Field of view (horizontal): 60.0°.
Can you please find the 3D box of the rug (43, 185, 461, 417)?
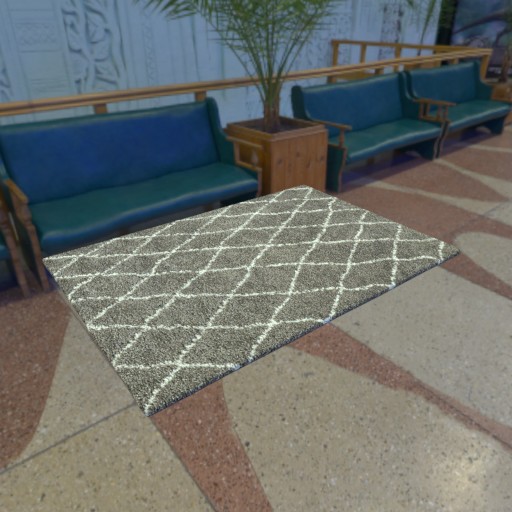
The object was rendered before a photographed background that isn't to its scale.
[{"bbox_3d":[0.000,0.000,2.271,1.778,0.030,1.219,-20,35,-32],"label":"rug"}]
